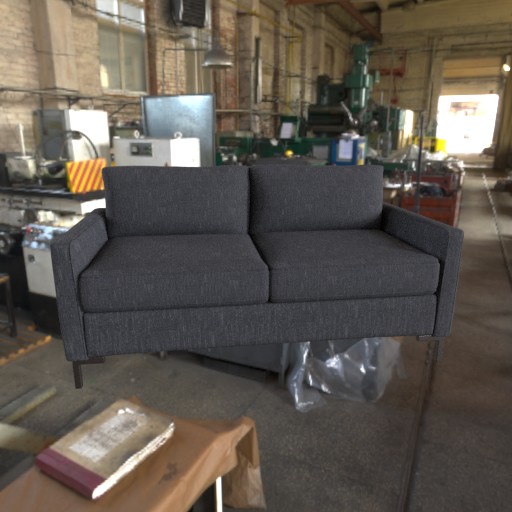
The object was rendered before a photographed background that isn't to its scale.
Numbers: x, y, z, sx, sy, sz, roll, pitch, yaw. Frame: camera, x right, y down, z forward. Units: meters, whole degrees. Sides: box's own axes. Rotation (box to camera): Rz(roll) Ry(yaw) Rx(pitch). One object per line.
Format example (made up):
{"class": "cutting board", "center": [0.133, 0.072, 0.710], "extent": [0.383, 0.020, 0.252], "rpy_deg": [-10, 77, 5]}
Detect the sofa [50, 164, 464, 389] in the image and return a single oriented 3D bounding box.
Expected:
{"class": "sofa", "center": [0.000, 0.000, 2.218], "extent": [1.716, 0.862, 0.866], "rpy_deg": [-2, 16, -8]}
